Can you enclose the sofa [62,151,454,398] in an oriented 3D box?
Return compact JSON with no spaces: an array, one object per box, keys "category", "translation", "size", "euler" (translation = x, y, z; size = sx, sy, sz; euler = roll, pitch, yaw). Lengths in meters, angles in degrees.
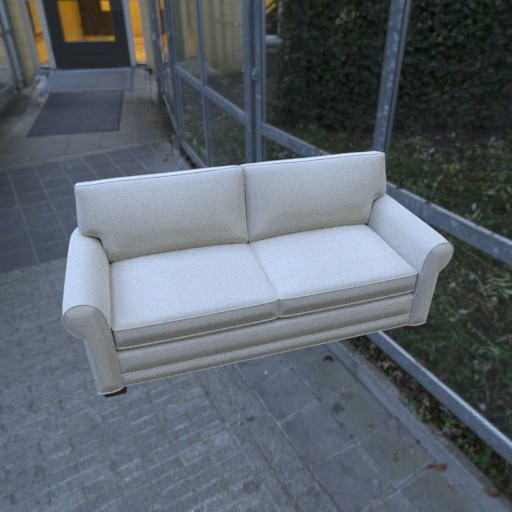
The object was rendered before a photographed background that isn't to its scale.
[{"category":"sofa","translation":[0.000,0.000,2.713],"size":[2.146,0.962,0.901],"euler":[-9,33,-14]}]
